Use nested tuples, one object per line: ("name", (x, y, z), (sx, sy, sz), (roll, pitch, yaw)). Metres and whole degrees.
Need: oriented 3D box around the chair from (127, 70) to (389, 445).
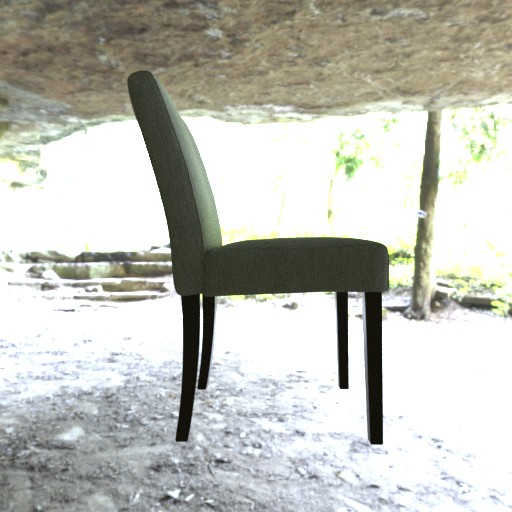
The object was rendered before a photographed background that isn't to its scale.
("chair", (0.000, 0.000, 1.255), (0.629, 0.884, 0.487), (0, 1, 1))
